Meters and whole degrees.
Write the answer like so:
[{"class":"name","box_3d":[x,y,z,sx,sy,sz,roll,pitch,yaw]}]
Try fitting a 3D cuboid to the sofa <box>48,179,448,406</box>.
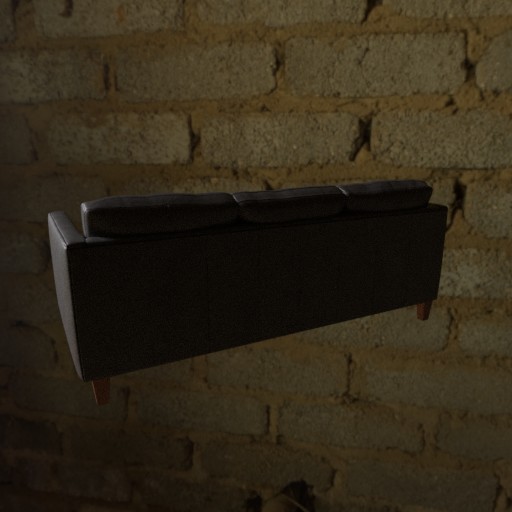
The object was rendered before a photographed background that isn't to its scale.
[{"class":"sofa","box_3d":[0.000,0.000,2.985,2.464,1.006,1.045,-8,17,-27]}]
